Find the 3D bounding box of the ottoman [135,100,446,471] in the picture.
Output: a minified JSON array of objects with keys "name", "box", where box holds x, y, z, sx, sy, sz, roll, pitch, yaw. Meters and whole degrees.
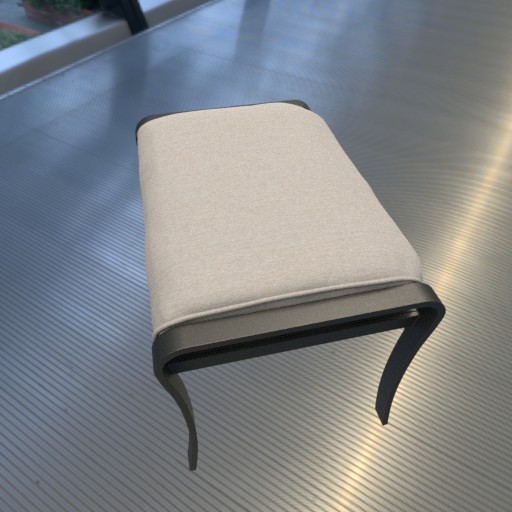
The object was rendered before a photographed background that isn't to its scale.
[{"name":"ottoman","box":[0.000,0.000,0.894,0.406,0.422,0.610,-9,45,-9]}]
